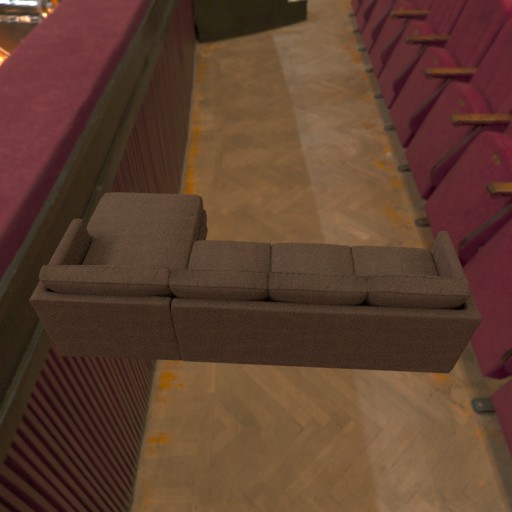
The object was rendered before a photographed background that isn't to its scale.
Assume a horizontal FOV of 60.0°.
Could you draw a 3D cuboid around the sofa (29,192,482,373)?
[{"bbox_3d":[0.000,0.000,3.855,3.205,0.922,1.650,2,45,2],"label":"sofa"}]
